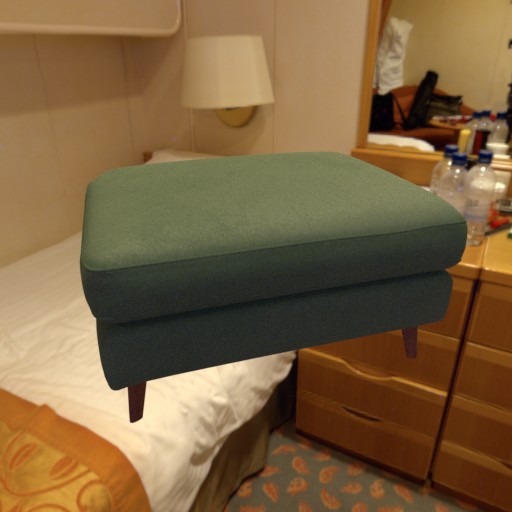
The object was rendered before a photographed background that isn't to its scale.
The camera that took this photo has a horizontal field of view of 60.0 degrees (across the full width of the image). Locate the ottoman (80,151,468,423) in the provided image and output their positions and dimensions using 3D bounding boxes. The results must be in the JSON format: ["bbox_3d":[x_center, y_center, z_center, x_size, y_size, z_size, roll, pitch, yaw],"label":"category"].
[{"bbox_3d":[0.000,0.000,1.149,0.811,0.449,0.608,-8,27,-16],"label":"ottoman"}]
